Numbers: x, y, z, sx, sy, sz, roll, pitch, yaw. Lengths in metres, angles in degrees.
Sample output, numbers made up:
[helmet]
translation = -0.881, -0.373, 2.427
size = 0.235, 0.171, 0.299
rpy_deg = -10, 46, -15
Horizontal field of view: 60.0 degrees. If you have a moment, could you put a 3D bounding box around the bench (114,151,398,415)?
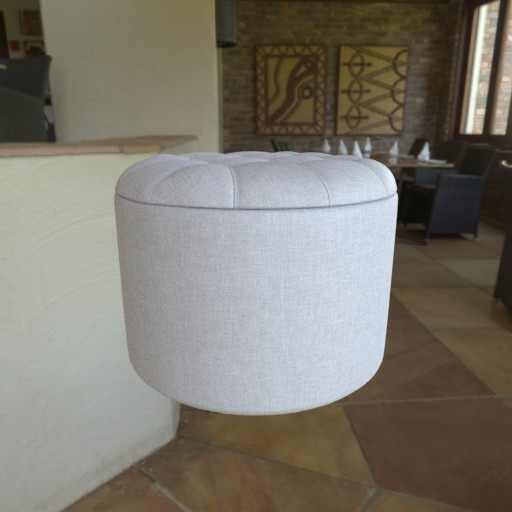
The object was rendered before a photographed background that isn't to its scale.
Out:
[bench]
translation = 0.000, 0.000, 1.017
size = 0.600, 0.453, 0.600
rpy_deg = 0, 16, 0
